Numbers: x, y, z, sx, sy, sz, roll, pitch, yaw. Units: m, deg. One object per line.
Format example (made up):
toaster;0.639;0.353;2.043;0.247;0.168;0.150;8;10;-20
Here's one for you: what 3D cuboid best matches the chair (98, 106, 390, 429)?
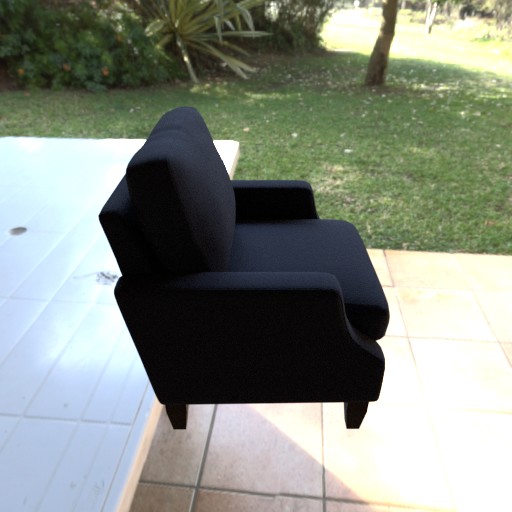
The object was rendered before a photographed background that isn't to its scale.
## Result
chair;0.000;0.000;1.683;0.897;0.991;0.855;0;31;0
